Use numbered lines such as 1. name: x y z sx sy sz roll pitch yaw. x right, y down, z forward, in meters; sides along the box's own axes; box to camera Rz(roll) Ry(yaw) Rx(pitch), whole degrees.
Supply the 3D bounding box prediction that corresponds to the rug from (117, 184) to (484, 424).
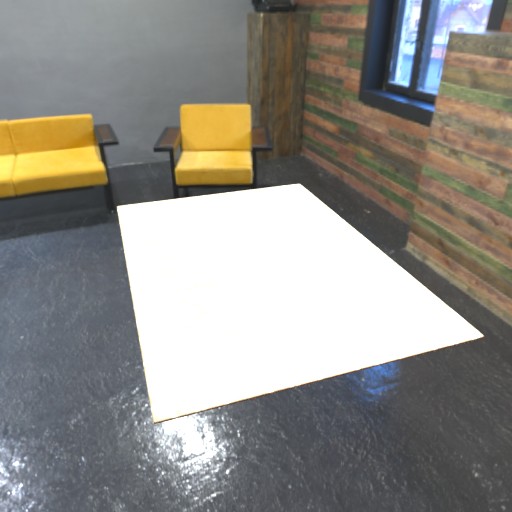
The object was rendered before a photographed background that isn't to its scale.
1. rug: 0.000 0.000 2.723 1.524 0.010 2.134 -10 31 -16
